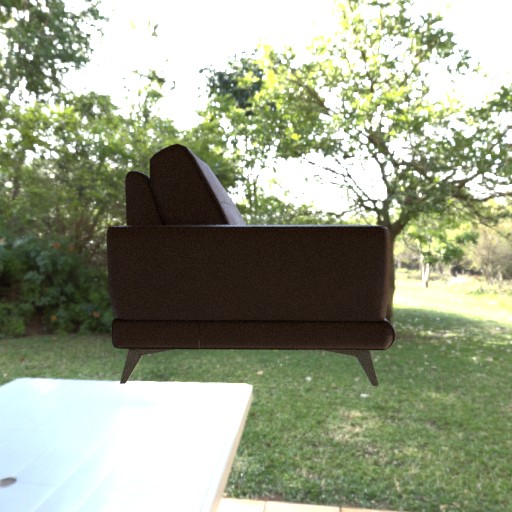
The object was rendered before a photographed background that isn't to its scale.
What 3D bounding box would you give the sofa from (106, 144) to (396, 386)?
[{"bbox_3d":[0.000,0.000,2.398,1.018,0.907,1.806,0,1,2],"label":"sofa"}]
